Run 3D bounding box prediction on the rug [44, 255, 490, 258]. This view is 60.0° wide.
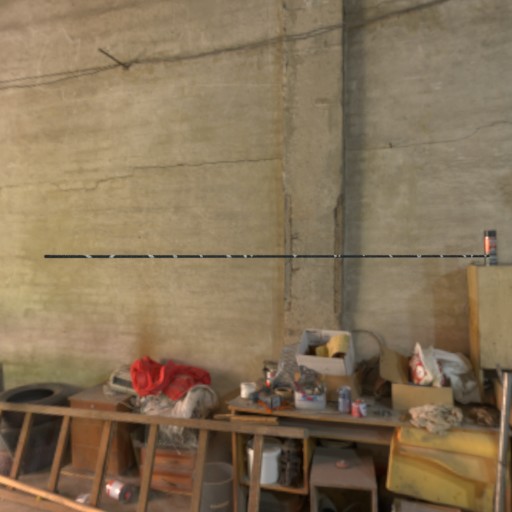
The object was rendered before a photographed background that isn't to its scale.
[{"bbox_3d":[0.000,0.000,2.300,1.830,0.013,1.223,0,0,-17],"label":"rug"}]
